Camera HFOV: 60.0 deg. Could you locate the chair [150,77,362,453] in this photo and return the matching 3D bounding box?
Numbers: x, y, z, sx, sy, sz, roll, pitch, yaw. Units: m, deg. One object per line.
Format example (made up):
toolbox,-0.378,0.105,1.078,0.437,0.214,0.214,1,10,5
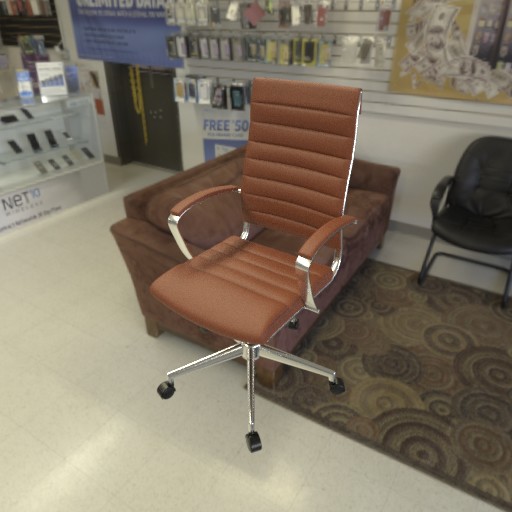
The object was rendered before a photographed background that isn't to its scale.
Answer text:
chair,0.000,0.000,1.660,0.766,1.149,0.739,19,35,30
